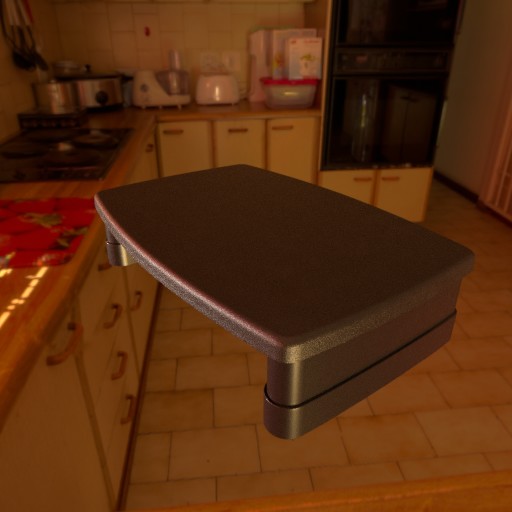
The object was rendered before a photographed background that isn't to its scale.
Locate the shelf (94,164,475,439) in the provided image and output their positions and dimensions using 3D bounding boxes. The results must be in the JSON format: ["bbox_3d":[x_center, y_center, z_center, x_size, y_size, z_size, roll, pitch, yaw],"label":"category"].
[{"bbox_3d":[0.000,0.000,0.521,0.280,0.100,0.410,-18,32,-32],"label":"shelf"}]
